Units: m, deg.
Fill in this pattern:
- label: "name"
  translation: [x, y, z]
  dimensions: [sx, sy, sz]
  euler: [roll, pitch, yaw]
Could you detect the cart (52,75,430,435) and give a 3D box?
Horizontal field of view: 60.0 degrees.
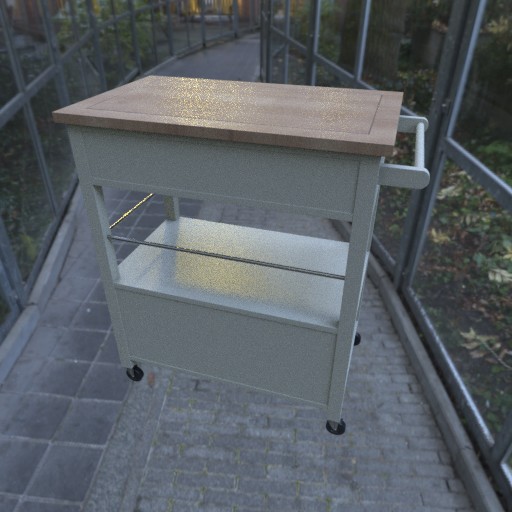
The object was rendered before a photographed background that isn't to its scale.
- label: "cart"
  translation: [0.000, 0.000, 1.338]
  dimensions: [0.840, 0.901, 0.459]
  euler: [10, 34, 15]
